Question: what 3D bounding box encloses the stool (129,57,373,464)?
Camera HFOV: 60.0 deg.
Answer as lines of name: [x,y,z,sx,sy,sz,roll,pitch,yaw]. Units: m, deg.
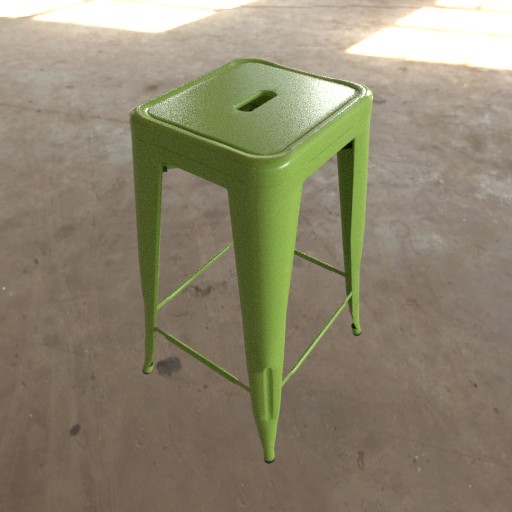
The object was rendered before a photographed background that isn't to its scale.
stool: [0.000,0.000,0.837,0.358,0.609,0.398,26,49,26]
